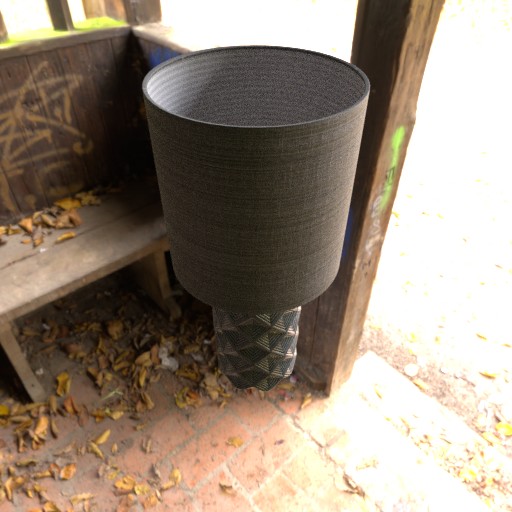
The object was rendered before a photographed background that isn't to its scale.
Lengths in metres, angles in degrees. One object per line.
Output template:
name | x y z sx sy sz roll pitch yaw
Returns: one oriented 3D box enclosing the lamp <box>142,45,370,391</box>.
lamp | 0.000 0.000 0.718 0.268 0.566 0.269 14 43 15
